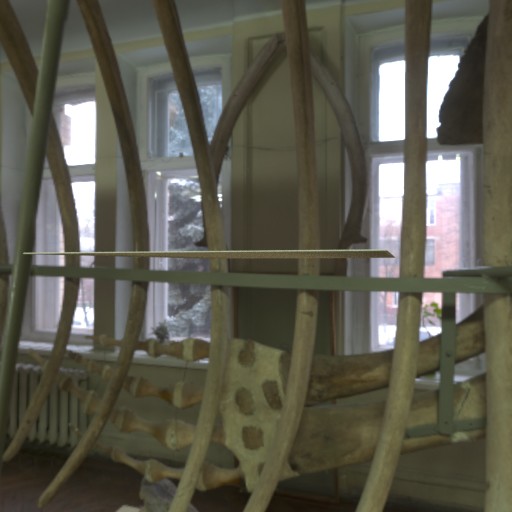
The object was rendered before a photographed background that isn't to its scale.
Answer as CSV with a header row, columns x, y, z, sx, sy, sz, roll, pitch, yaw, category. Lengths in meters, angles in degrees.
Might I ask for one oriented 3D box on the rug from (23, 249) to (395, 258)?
x,y,z,sx,sy,sz,roll,pitch,yaw,category
0.000,0.000,4.156,2.453,0.010,3.037,0,-1,18,rug
